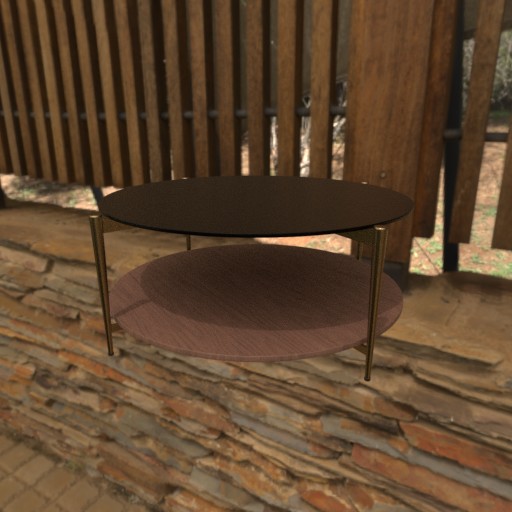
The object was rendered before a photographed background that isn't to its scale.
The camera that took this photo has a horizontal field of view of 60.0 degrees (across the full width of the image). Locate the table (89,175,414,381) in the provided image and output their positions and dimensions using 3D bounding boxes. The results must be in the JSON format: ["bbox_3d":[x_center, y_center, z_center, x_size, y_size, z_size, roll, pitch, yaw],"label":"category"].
[{"bbox_3d":[0.000,0.000,1.449,0.938,0.400,0.938,8,19,24],"label":"table"}]
